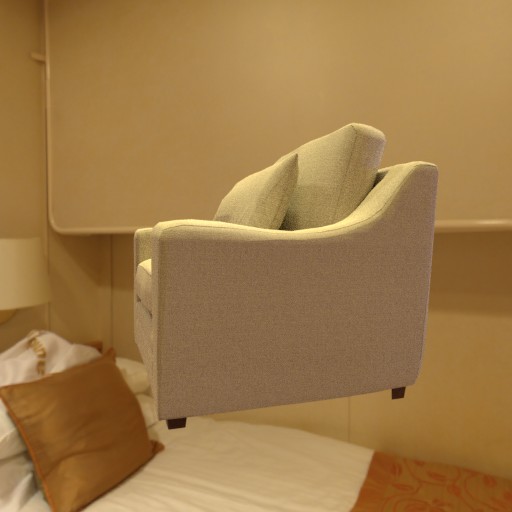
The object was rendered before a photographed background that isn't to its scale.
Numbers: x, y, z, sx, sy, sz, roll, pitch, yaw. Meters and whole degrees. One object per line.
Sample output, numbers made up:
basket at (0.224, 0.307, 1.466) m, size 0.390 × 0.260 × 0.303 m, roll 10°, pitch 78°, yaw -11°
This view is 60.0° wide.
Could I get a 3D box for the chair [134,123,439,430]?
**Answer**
chair at (0.000, 0.000, 1.971) m, size 1.009 × 1.016 × 1.178 m, roll -1°, pitch 2°, yaw -19°
